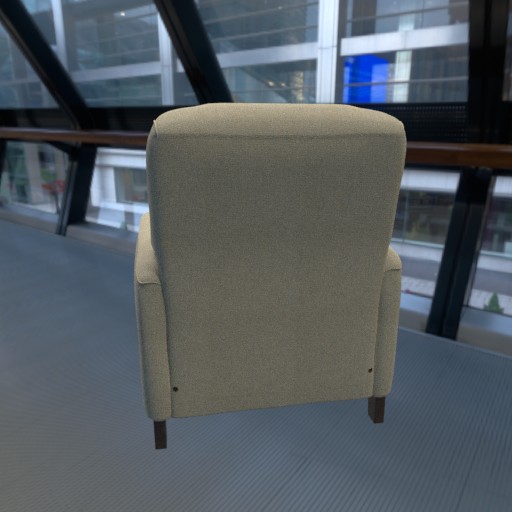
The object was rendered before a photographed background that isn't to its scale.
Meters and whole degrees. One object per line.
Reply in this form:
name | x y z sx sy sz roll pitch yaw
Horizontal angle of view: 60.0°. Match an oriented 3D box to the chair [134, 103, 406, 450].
chair | 0.000 0.000 1.601 0.850 1.006 0.853 -3 16 -10
